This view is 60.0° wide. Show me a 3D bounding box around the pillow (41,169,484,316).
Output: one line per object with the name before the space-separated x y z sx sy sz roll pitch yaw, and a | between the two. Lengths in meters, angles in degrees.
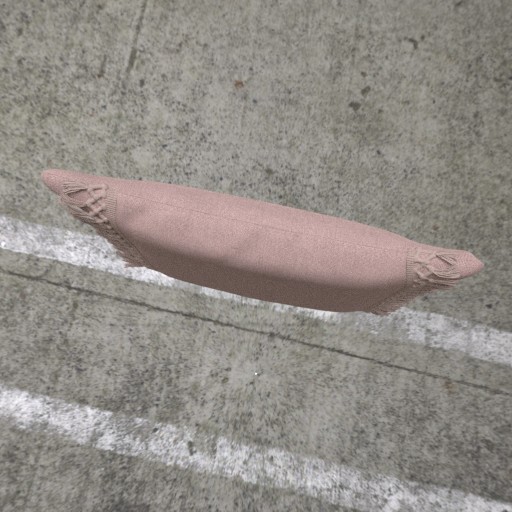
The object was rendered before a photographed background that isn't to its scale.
pillow | 0.000 0.000 0.592 0.466 0.305 0.084 12 75 3
